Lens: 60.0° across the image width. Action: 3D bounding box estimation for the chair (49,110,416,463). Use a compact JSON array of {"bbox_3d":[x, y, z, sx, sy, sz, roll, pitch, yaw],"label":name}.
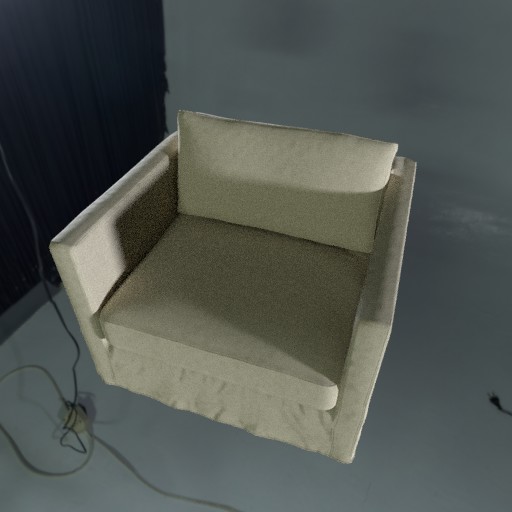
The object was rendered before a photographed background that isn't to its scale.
[{"bbox_3d":[0.000,0.000,1.708,1.057,0.867,0.949,13,42,15],"label":"chair"}]
